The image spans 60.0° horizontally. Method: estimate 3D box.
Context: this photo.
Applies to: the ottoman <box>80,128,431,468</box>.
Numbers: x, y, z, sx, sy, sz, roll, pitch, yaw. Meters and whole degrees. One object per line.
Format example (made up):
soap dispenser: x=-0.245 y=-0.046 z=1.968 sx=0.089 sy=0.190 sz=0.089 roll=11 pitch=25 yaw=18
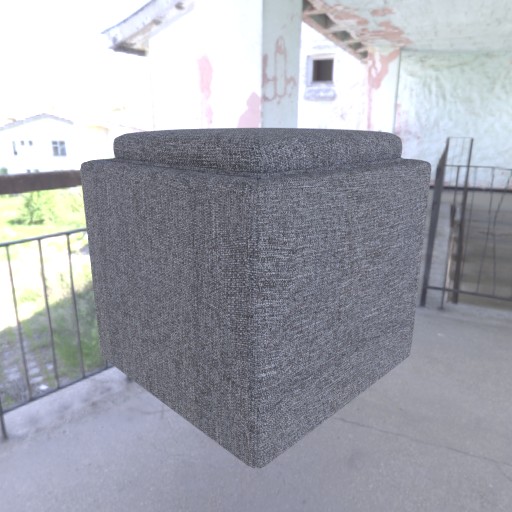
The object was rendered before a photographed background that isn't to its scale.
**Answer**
ottoman: x=0.000 y=0.000 z=0.831 sx=0.450 sy=0.460 sz=0.450 roll=16 pitch=23 yaw=42
